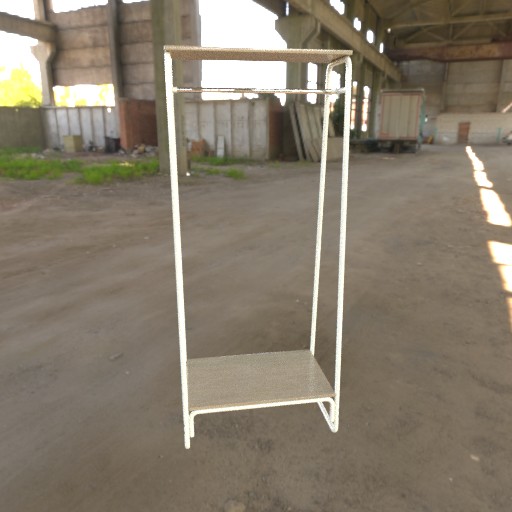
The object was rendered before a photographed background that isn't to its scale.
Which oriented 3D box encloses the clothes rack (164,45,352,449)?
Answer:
[{"bbox_3d":[0.000,0.000,1.798,0.640,1.512,0.400,-3,17,-9],"label":"clothes rack"}]
